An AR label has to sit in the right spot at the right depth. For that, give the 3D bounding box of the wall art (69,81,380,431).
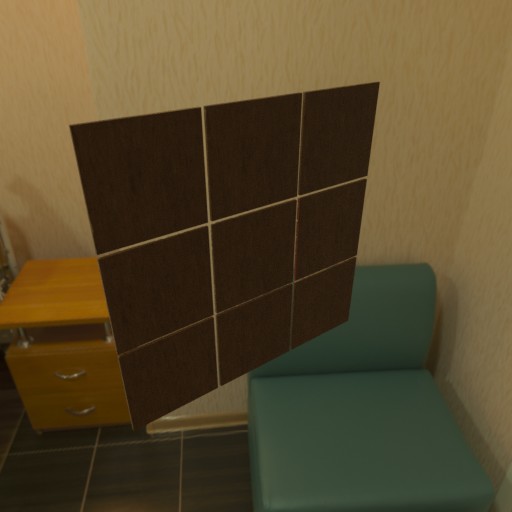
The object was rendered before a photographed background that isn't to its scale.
[{"bbox_3d":[0.000,0.000,1.785,1.215,1.213,0.013,-20,36,-30],"label":"wall art"}]
